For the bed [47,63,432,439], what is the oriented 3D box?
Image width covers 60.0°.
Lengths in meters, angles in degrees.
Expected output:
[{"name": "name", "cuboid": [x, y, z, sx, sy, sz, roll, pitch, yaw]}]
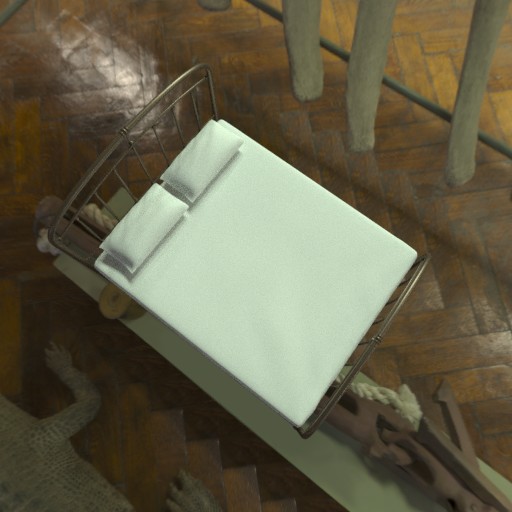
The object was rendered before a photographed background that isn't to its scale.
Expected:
[{"name": "bed", "cuboid": [0.000, 0.000, 3.364, 2.168, 1.475, 1.711, 36, 78, 9]}]
